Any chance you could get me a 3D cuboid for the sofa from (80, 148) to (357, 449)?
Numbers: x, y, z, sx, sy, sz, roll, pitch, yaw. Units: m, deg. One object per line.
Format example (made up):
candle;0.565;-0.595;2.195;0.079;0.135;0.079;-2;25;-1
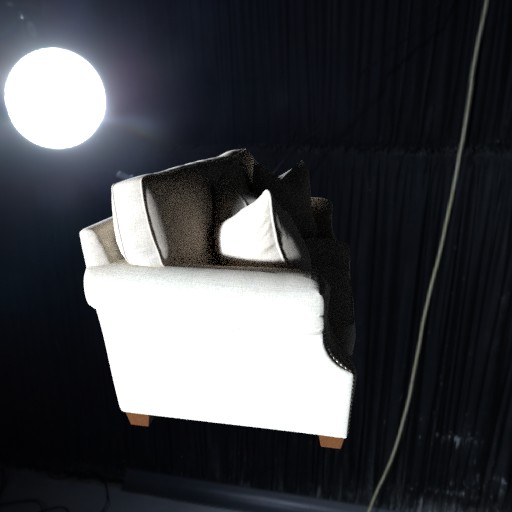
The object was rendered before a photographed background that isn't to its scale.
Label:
sofa;0.000;0.000;2.235;0.966;0.966;1.701;3;17;10
